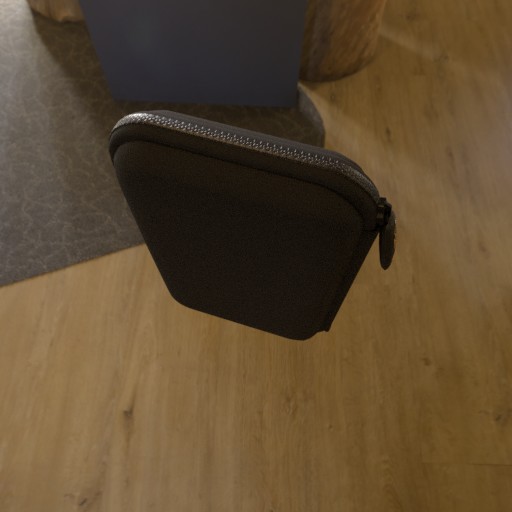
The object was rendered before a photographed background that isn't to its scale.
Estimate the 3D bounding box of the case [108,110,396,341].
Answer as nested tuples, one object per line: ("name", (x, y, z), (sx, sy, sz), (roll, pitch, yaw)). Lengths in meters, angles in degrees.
("case", (0.000, 0.000, 0.198), (0.107, 0.147, 0.030), (16, 64, 8))
